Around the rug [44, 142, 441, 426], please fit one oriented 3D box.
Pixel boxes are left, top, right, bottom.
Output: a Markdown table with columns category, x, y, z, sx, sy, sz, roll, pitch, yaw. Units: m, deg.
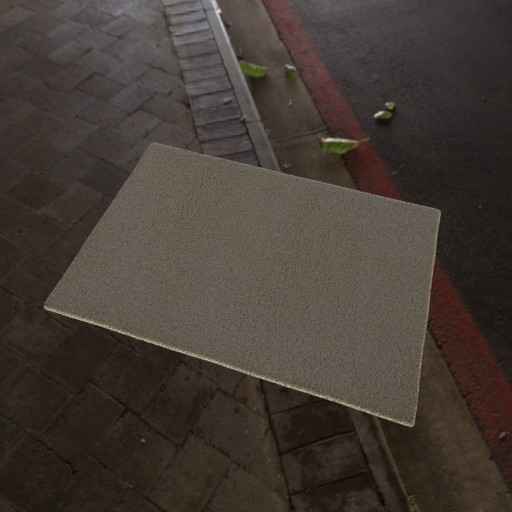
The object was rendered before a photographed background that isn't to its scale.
| category | x | y | z | sx | sy | sz | roll | pitch | yaw |
| --- | --- | --- | --- | --- | --- | --- | --- | --- | --- |
| rug | 0.000 | 0.000 | 2.315 | 1.778 | 0.030 | 1.219 | 15 | 58 | 10 |
